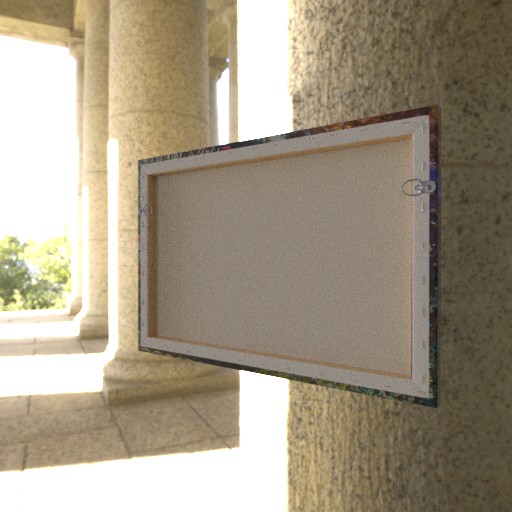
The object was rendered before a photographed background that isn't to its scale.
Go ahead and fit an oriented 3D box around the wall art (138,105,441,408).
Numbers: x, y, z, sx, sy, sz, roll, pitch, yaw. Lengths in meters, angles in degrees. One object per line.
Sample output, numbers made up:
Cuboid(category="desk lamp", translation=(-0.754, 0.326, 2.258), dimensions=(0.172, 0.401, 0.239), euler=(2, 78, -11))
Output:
Cuboid(category="wall art", translation=(0.000, 0.000, 1.450), dimensions=(1.136, 0.760, 0.042), euler=(0, 0, 35))
